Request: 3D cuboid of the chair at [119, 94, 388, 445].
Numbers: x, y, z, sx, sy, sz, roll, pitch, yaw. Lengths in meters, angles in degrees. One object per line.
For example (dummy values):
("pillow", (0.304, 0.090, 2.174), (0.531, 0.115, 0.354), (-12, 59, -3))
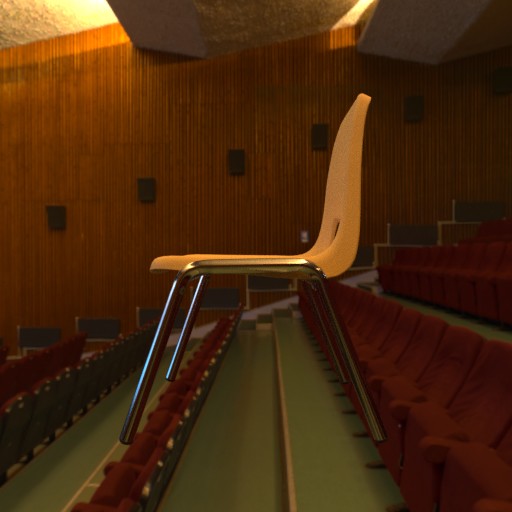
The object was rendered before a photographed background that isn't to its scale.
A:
("chair", (0.000, 0.000, 0.855), (0.423, 0.586, 0.354), (0, 1, 1))
